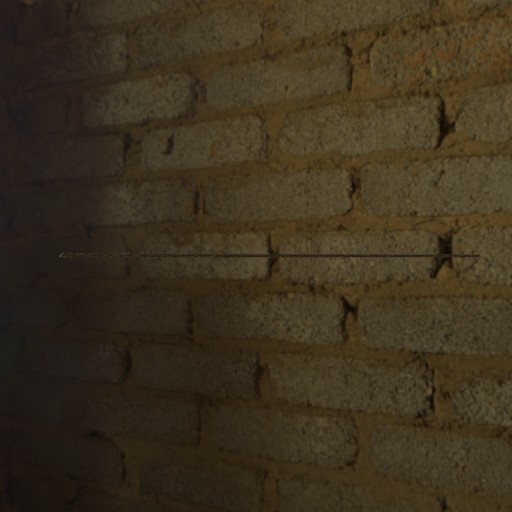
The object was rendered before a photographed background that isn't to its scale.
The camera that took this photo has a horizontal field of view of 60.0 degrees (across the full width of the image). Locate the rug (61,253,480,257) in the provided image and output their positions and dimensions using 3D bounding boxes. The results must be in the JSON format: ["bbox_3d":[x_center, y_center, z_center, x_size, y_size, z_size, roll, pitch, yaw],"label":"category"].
[{"bbox_3d":[0.000,0.000,2.995,2.297,0.018,1.532,0,0,-18],"label":"rug"}]
